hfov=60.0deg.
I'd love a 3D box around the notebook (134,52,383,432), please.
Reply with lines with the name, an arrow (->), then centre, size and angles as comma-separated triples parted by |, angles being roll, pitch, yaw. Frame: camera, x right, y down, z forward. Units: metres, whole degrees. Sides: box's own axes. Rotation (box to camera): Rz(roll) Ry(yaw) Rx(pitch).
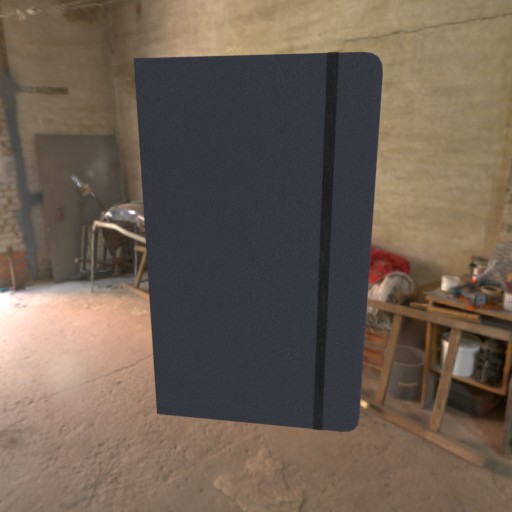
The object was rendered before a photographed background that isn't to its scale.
notebook -> 0.000, 0.000, 0.256 | 0.127, 0.213, 0.016 | 2, 15, 9
